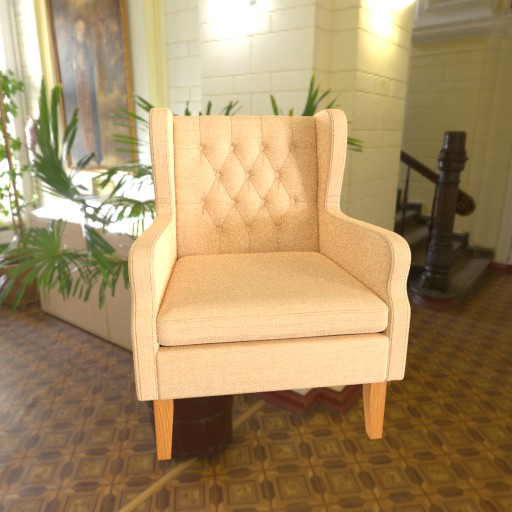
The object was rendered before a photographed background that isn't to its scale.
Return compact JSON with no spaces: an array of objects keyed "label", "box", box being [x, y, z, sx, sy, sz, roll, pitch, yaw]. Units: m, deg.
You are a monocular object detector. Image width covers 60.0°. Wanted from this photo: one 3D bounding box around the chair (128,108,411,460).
[{"label":"chair","box":[0.000,0.000,1.446,0.710,0.930,0.760,-2,16,-8]}]
